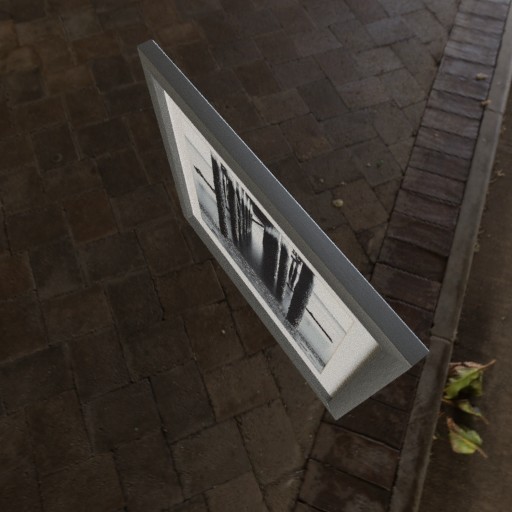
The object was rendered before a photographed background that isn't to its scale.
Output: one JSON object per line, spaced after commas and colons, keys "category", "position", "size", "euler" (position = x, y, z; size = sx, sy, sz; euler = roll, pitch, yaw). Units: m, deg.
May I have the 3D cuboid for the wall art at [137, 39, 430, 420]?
{"category": "wall art", "position": [0.000, 0.000, 0.737], "size": [0.028, 0.457, 0.556], "euler": [-32, 68, -15]}
